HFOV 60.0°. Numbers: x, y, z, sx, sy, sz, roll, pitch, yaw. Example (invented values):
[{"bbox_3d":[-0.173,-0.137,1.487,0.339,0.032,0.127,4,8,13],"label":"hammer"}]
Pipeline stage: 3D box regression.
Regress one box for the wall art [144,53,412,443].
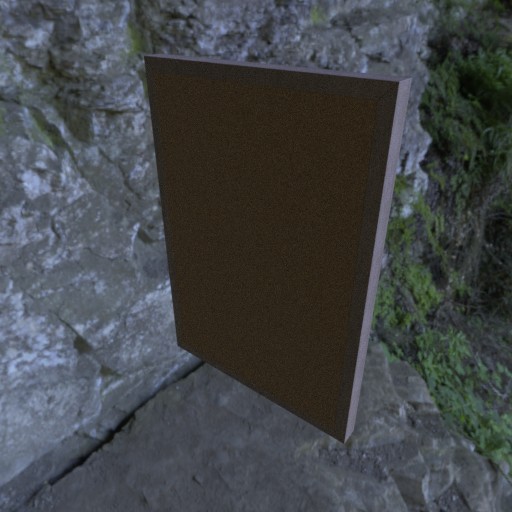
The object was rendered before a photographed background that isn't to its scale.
[{"bbox_3d":[0.000,0.000,0.637,0.356,0.509,0.031,21,36,32],"label":"wall art"}]
